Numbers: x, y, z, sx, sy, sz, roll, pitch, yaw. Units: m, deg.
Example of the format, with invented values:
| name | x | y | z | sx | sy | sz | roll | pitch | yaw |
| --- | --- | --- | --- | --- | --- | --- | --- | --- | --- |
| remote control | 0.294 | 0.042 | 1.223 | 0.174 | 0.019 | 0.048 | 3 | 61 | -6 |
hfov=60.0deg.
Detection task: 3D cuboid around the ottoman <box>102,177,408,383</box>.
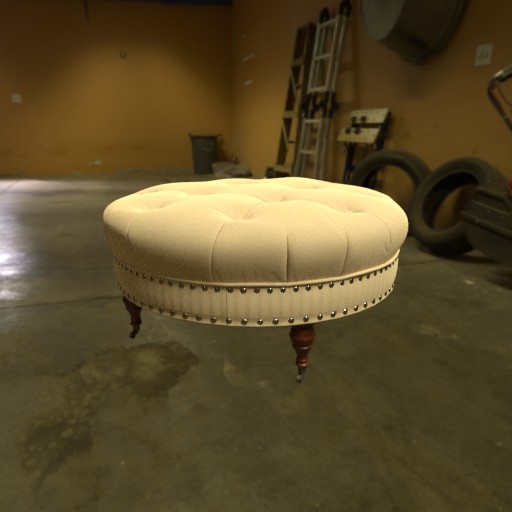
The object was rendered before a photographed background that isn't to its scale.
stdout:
| name | x | y | z | sx | sy | sz | roll | pitch | yaw |
| --- | --- | --- | --- | --- | --- | --- | --- | --- | --- |
| ottoman | 0.000 | 0.000 | 1.397 | 0.901 | 0.439 | 0.901 | 0 | 16 | 0 |
